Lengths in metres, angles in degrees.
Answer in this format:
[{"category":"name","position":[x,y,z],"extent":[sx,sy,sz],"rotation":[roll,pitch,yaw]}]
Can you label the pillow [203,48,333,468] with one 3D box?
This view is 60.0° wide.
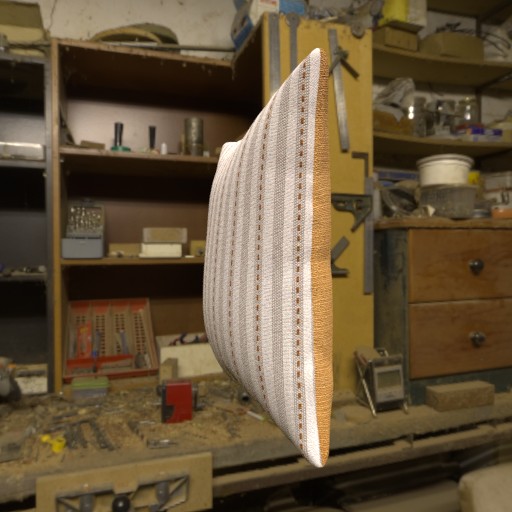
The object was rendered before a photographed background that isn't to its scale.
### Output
[{"category":"pillow","position":[0.000,0.000,0.658],"extent":[0.147,0.437,0.432],"rotation":[0,1,-18]}]
